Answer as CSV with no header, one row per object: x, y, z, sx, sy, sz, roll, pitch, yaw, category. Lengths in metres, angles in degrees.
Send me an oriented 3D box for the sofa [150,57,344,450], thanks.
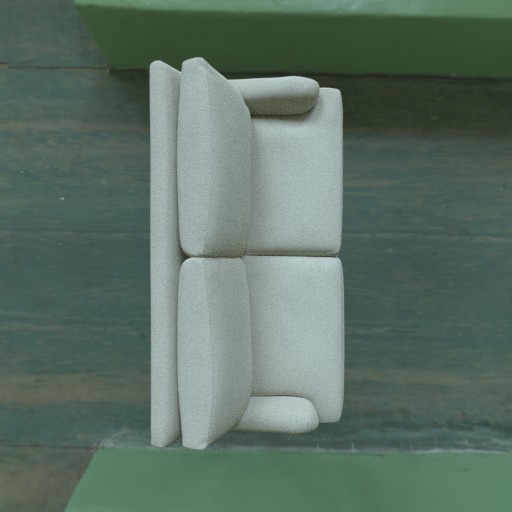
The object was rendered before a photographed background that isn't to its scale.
0.000,0.000,2.686,1.091,0.997,2.070,0,91,0,sofa
